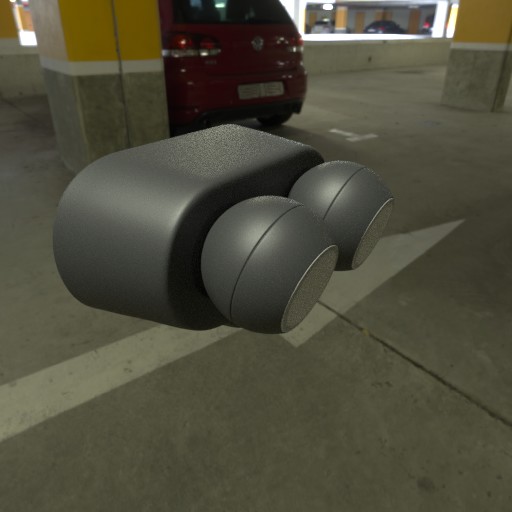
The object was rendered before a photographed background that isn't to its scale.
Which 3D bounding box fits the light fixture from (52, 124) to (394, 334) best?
[{"bbox_3d":[0.000,0.000,0.336,0.159,0.159,0.229,18,32,31],"label":"light fixture"}]
